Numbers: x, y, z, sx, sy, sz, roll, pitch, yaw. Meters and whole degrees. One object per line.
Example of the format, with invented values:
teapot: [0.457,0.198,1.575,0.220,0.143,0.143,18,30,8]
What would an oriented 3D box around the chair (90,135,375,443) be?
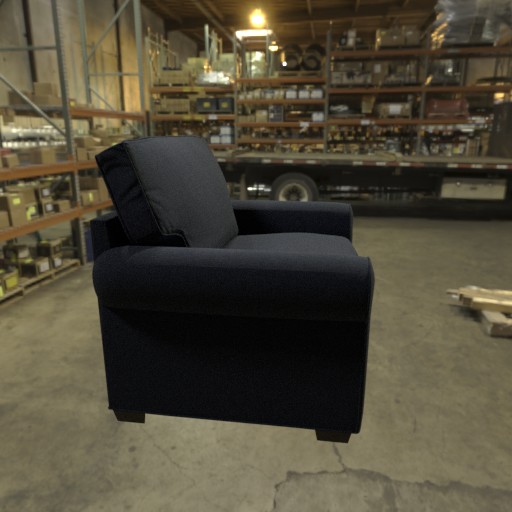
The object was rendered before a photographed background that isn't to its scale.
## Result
chair: [0.000,0.000,1.996,0.963,1.044,1.285,2,16,8]
